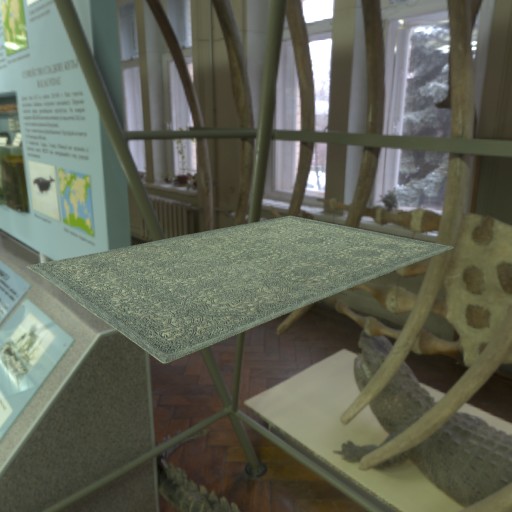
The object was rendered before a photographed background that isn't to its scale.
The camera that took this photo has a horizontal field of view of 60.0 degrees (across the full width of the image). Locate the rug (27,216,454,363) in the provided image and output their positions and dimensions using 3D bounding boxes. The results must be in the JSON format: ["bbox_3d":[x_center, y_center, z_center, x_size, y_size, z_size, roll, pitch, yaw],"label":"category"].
[{"bbox_3d":[0.000,0.000,2.256,1.830,0.016,1.224,-14,22,-41],"label":"rug"}]
